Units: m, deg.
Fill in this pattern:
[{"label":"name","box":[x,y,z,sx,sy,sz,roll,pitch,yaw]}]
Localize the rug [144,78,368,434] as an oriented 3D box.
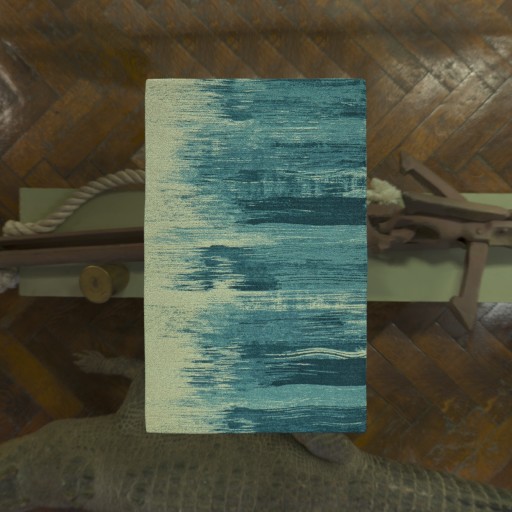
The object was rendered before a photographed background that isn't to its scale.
[{"label":"rug","box":[0.000,0.000,3.054,1.540,0.027,2.450,0,90,0]}]
